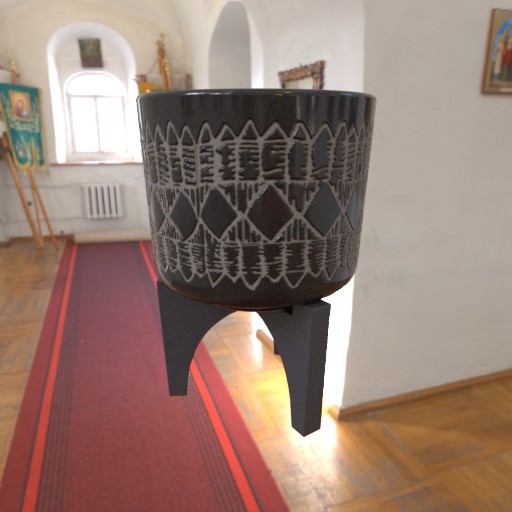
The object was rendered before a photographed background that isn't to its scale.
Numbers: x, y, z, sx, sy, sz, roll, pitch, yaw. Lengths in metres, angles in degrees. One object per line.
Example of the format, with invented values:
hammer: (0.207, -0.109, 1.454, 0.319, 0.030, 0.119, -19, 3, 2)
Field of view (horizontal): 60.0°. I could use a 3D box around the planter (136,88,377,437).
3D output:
planter: (0.000, 0.000, 0.525, 0.251, 0.355, 0.251, 8, 18, 24)
